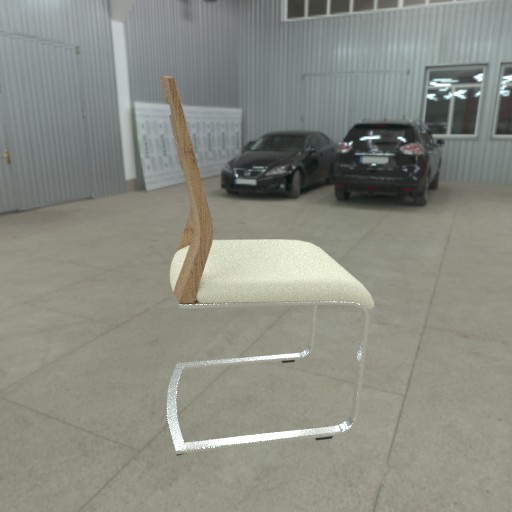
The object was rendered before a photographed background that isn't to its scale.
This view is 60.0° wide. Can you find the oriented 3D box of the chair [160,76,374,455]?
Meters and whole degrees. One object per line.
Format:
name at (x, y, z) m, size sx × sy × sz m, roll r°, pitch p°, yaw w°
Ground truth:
chair at (0.000, 0.000, 1.287) m, size 0.561 × 0.955 × 0.457 m, roll -3°, pitch 17°, yaw -9°
